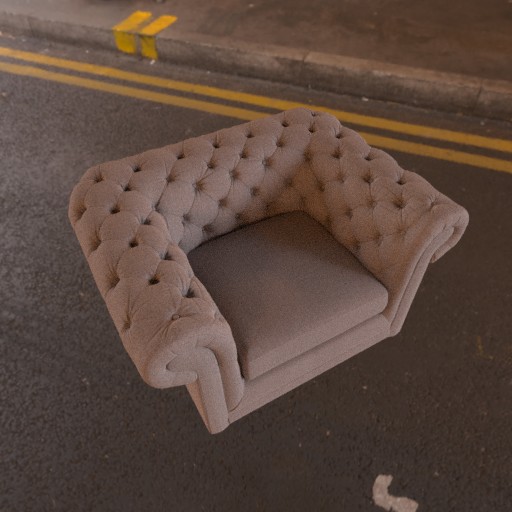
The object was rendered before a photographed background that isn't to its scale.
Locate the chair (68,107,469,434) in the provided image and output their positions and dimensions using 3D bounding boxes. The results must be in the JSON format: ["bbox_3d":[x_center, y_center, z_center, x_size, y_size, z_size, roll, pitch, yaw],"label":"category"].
[{"bbox_3d":[0.000,0.000,1.881,1.270,0.770,0.976,-22,50,-20],"label":"chair"}]
